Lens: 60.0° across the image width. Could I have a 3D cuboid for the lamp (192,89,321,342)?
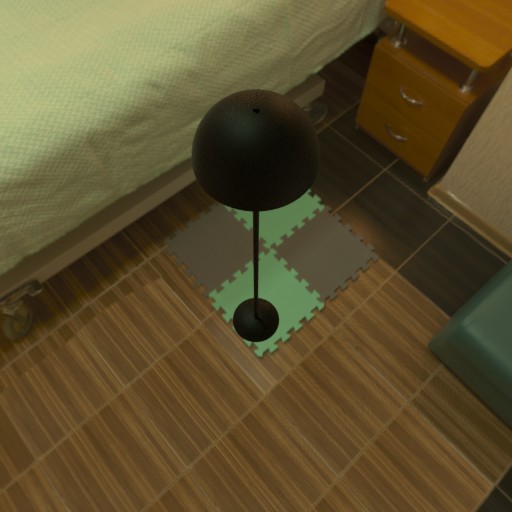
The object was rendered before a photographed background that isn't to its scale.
[{"bbox_3d":[0.000,0.000,1.644,0.328,1.480,0.328,17,65,8],"label":"lamp"}]
